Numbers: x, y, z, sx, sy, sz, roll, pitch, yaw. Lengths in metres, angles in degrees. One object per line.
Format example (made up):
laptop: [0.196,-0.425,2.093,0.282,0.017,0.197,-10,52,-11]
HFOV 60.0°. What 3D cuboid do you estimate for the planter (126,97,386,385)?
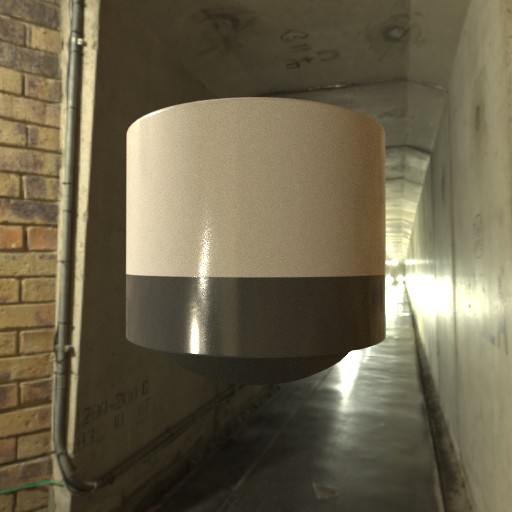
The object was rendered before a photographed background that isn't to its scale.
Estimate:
planter: [0.000,0.000,0.343,0.193,0.177,0.193,0,-1,0]
